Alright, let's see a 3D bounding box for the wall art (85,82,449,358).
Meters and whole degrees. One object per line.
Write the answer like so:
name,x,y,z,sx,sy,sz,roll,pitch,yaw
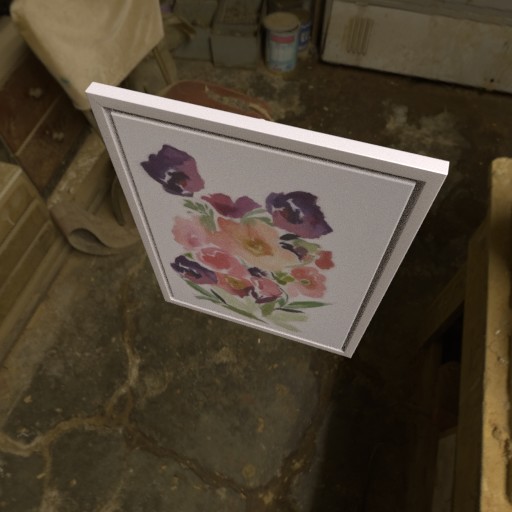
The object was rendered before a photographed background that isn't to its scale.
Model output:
wall art,0.000,0.000,1.393,0.805,1.056,0.042,16,59,10
